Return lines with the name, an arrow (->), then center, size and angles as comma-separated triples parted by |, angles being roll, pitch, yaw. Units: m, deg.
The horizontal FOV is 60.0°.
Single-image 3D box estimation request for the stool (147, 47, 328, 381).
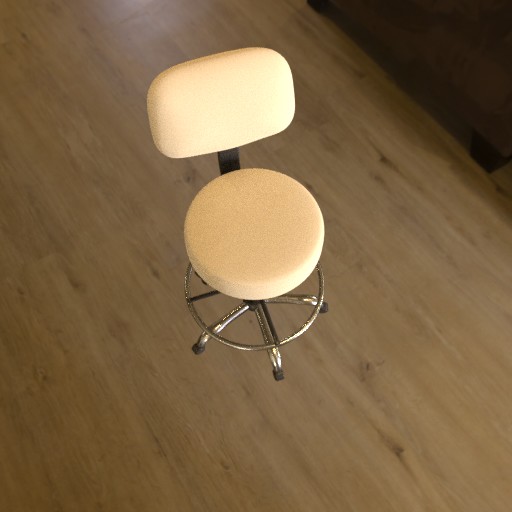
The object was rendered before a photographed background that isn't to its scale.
stool -> 0.000, 0.000, 1.445 | 0.609, 1.080, 0.616 | -16, 64, -8
